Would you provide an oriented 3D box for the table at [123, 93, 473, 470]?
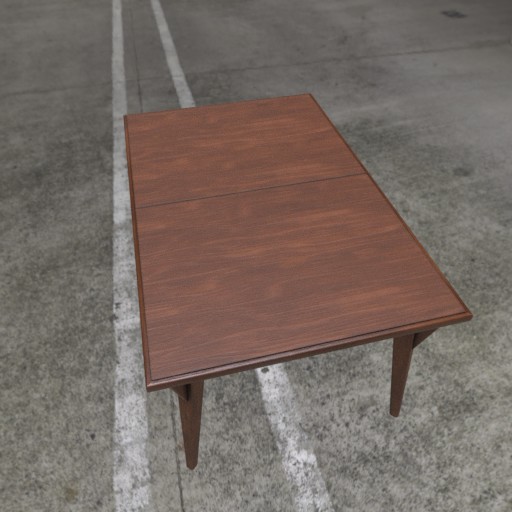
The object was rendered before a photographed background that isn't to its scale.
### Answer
[{"bbox_3d":[0.000,0.000,2.054,0.990,0.761,1.524,-10,47,-10],"label":"table"}]
